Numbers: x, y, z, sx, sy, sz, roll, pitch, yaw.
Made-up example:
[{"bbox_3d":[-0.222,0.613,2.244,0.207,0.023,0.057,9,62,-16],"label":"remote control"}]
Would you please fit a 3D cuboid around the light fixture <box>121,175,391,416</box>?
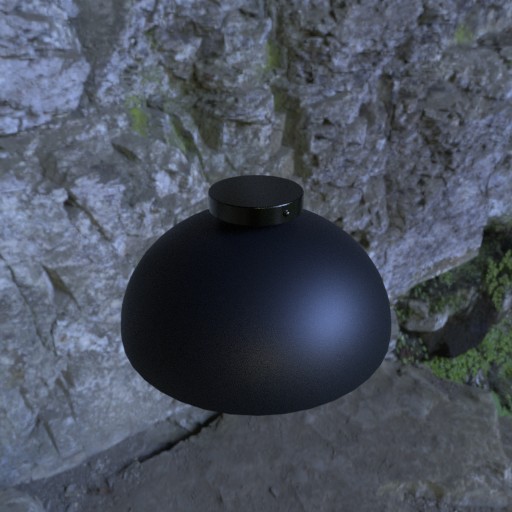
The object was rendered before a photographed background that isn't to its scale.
[{"bbox_3d":[0.000,0.000,0.563,0.355,0.177,0.355,0,28,0],"label":"light fixture"}]
